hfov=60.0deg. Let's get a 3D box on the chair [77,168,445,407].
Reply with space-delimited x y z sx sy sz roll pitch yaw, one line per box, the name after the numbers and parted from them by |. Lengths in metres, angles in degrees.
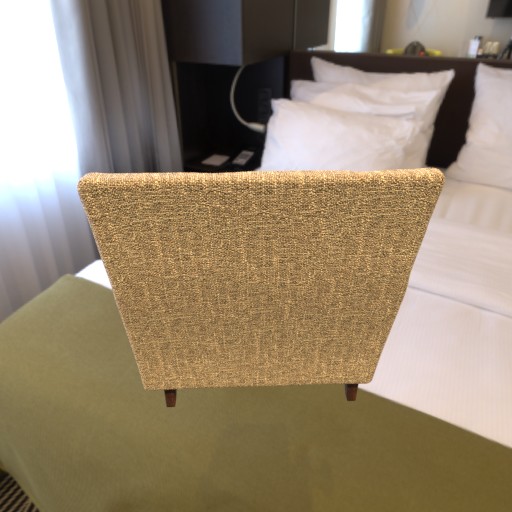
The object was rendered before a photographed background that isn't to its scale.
0.000 0.000 1.620 0.864 0.928 0.873 -1 30 -2 | chair
